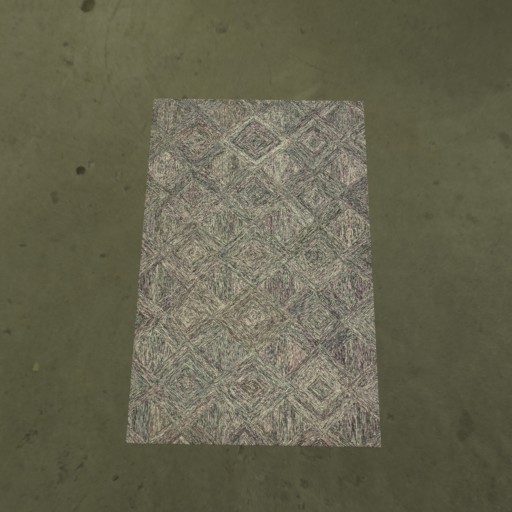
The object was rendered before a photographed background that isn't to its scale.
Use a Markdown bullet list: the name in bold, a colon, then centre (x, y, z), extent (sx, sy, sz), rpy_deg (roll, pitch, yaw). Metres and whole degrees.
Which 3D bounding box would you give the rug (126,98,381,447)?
- **rug**: centre (0.000, 0.000, 2.888), extent (1.501, 0.017, 2.298), rpy_deg (1, 76, 0)
